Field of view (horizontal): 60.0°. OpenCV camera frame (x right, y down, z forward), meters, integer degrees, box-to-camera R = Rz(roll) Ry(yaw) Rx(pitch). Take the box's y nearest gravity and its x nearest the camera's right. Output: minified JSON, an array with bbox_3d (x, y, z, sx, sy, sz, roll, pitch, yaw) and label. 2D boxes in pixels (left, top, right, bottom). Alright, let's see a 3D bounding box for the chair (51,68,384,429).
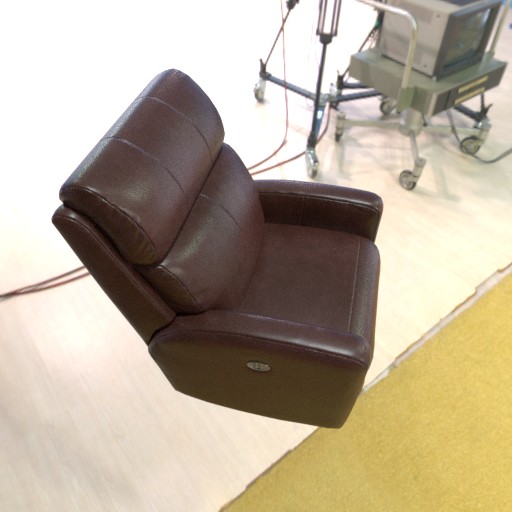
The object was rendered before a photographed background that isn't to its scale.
[{"bbox_3d":[0.000,0.000,1.601,0.939,1.016,0.787,10,49,9],"label":"chair"}]
